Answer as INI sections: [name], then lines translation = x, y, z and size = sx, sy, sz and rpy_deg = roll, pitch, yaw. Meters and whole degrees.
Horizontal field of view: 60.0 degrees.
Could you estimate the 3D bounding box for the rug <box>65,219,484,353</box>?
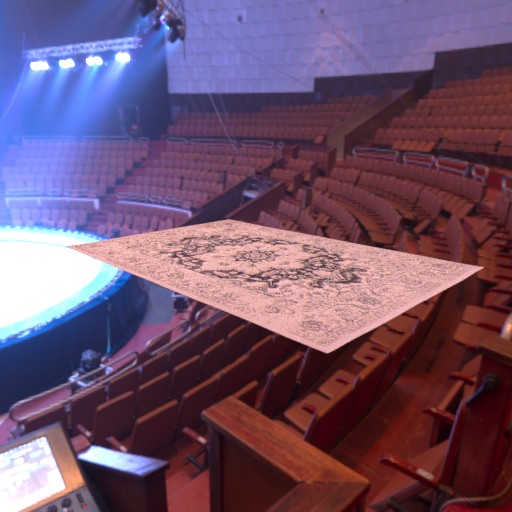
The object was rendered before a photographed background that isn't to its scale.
[rug]
translation = 0.000, 0.000, 2.278
size = 1.223, 0.008, 1.813
rpy_deg = -14, 20, -43
